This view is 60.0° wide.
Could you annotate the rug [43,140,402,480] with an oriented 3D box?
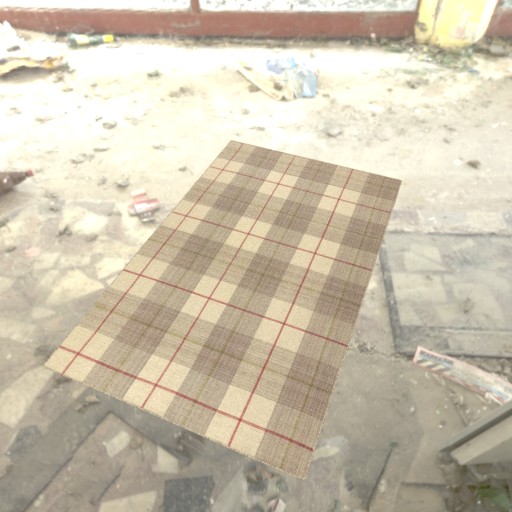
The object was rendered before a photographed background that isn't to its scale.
[{"bbox_3d":[0.000,0.000,3.030,1.549,0.010,2.464,17,49,15],"label":"rug"}]
